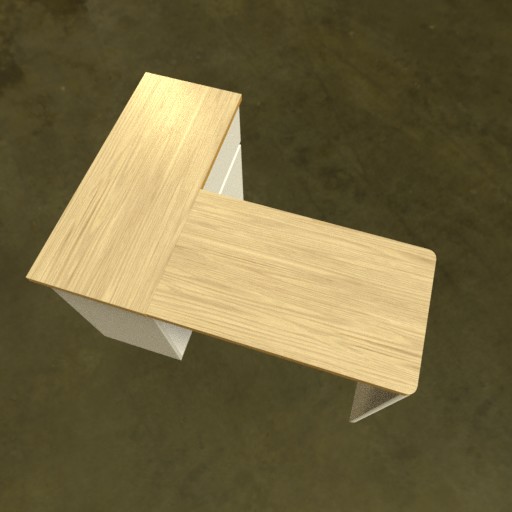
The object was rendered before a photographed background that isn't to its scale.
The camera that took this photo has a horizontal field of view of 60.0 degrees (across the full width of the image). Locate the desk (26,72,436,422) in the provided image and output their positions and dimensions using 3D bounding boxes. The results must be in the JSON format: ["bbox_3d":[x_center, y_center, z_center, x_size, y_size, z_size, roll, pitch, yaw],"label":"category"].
[{"bbox_3d":[0.000,0.000,1.784,1.170,0.760,0.900,16,65,7],"label":"desk"}]
